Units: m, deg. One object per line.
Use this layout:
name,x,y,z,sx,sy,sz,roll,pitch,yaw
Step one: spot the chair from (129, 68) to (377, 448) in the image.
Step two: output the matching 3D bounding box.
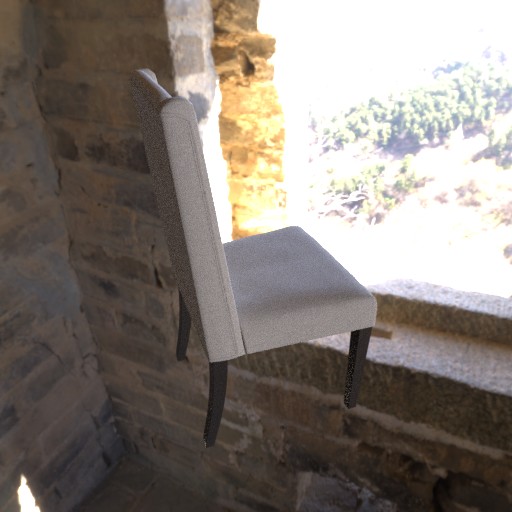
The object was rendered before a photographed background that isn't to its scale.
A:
chair,0.000,0.000,1.249,0.523,0.961,0.474,-11,32,-18
